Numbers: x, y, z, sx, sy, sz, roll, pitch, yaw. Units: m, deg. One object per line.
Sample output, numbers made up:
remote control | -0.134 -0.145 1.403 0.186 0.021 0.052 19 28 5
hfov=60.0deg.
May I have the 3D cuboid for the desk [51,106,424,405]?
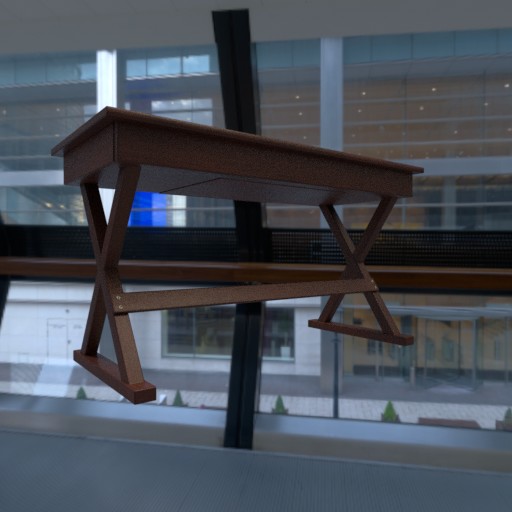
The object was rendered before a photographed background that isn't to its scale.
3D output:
desk | 0.000 0.000 1.751 1.372 0.761 0.600 -1 1 -37
